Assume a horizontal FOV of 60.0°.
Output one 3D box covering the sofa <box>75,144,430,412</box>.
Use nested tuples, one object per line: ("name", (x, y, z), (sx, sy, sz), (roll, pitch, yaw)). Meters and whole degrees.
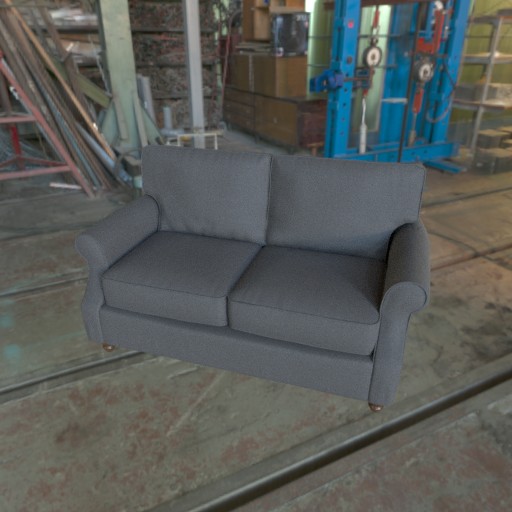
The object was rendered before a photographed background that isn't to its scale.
("sofa", (0.000, 0.000, 2.282), (1.665, 0.937, 0.964), (8, 28, 16))
